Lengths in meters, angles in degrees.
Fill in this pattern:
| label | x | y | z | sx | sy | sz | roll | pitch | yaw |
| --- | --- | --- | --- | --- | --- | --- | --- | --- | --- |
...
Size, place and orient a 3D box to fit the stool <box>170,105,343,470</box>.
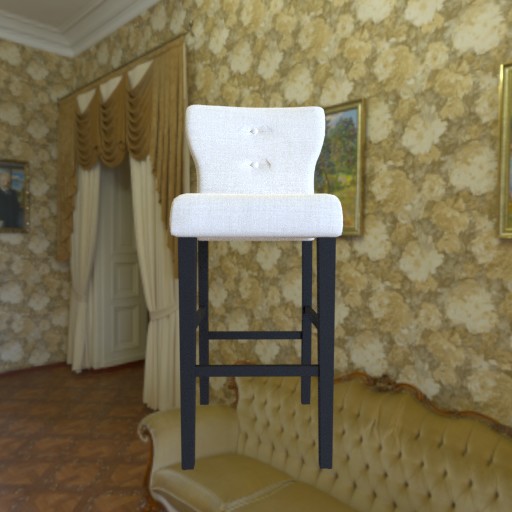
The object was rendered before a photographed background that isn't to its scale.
| label | x | y | z | sx | sy | sz | roll | pitch | yaw |
| --- | --- | --- | --- | --- | --- | --- | --- | --- | --- |
| stool | 0.000 | 0.000 | 1.439 | 0.516 | 1.124 | 0.603 | 0 | 2 | -1 |
